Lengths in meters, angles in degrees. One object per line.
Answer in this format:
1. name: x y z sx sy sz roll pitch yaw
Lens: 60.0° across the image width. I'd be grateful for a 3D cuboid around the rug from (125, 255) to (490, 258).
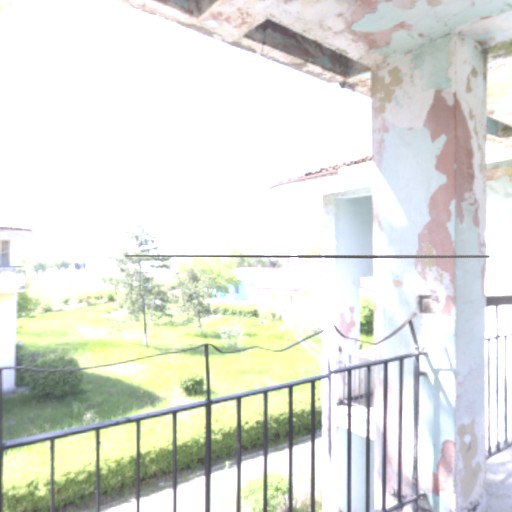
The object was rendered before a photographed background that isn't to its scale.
1. rug: 0.000 0.000 2.708 0.769 0.012 2.448 0 0 -36
